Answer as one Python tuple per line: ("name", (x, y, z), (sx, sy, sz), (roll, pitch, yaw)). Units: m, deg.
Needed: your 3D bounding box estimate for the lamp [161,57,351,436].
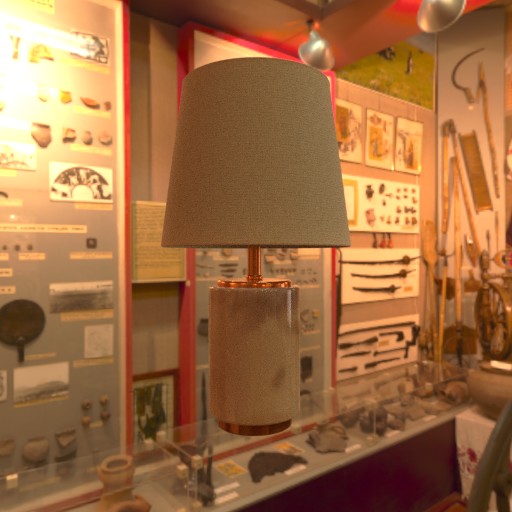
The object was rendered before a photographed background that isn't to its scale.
("lamp", (0.000, 0.000, 0.452), (0.189, 0.340, 0.189), (0, 0, 0))
